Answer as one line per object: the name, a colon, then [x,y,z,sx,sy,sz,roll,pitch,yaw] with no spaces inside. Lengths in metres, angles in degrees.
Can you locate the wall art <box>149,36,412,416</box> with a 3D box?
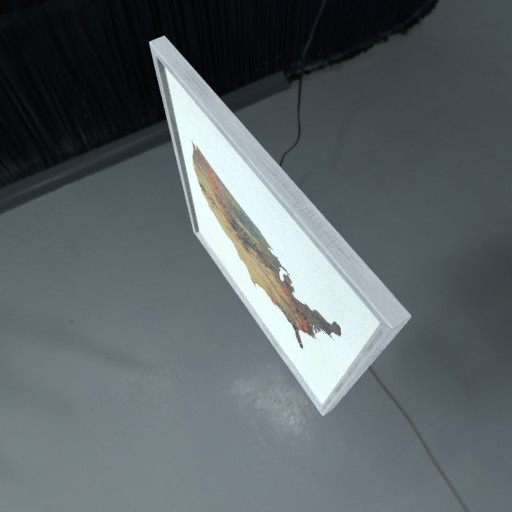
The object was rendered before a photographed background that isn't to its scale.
wall art: [0.000,0.000,0.446,0.015,0.303,0.303,-30,66,-15]
